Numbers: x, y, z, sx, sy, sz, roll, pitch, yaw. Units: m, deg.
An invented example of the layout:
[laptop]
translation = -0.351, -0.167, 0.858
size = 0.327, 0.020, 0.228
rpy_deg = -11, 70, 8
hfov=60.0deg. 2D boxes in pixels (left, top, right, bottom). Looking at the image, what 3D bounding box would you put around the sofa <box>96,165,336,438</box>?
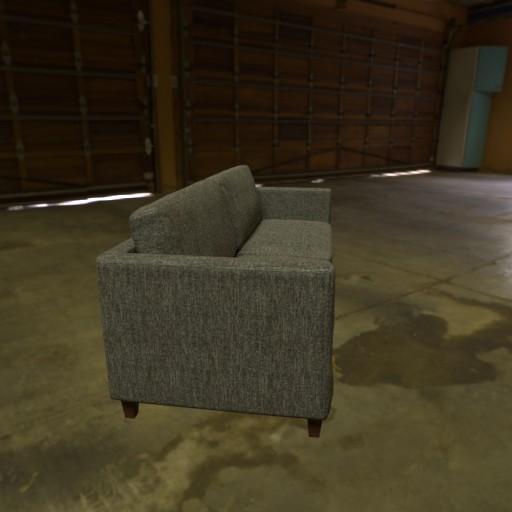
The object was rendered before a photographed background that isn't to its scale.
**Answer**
[sofa]
translation = 0.000, 0.000, 2.739
size = 0.948, 0.960, 2.208
rpy_deg = 3, 16, 9
